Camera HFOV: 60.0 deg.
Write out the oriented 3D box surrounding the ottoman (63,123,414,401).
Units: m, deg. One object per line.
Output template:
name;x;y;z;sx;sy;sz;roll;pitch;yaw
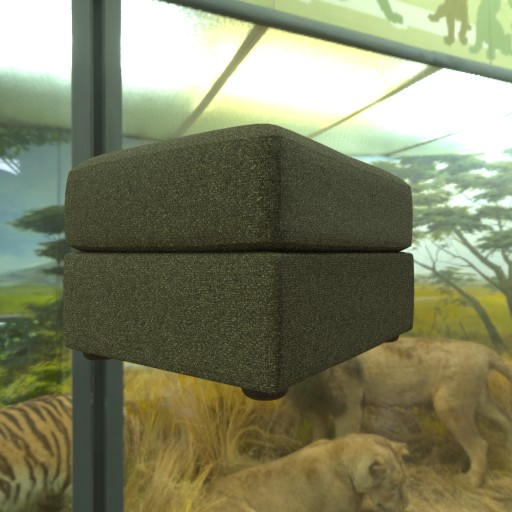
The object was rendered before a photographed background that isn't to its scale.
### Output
ottoman;0.000;0.000;1.121;0.598;0.476;0.742;0;1;36
